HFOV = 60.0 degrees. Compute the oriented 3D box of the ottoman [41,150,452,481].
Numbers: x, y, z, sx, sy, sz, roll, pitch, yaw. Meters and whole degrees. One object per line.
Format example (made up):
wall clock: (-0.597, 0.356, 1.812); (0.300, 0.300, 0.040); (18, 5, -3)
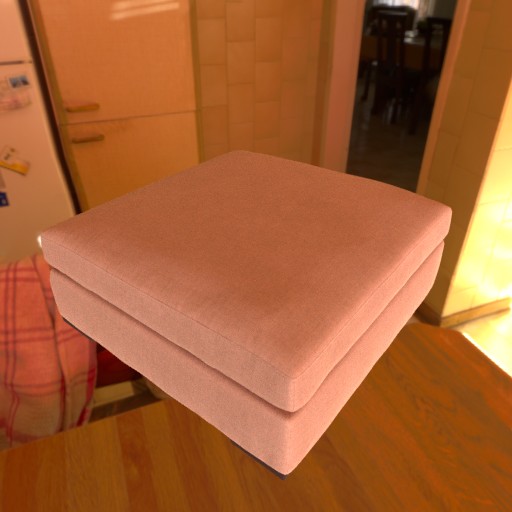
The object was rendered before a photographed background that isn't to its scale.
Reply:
ottoman: (0.000, 0.000, 1.785); (1.171, 0.517, 1.203); (23, 39, 31)
